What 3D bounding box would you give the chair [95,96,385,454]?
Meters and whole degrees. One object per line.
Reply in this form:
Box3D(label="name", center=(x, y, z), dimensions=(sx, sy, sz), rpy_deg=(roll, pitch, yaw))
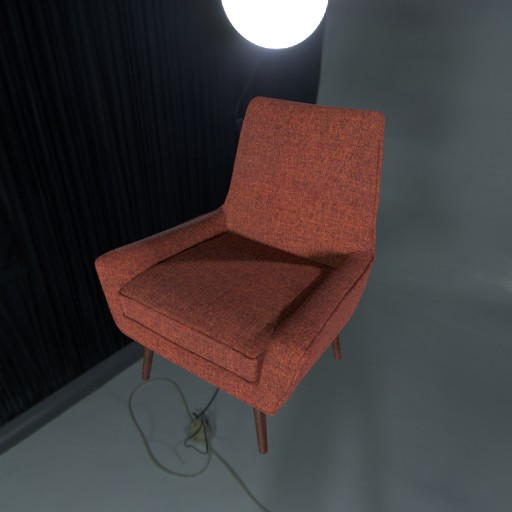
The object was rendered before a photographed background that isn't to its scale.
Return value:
Box3D(label="chair", center=(0.000, 0.000, 1.521), dimensions=(0.803, 0.911, 0.784), rpy_deg=(19, 35, 30))
